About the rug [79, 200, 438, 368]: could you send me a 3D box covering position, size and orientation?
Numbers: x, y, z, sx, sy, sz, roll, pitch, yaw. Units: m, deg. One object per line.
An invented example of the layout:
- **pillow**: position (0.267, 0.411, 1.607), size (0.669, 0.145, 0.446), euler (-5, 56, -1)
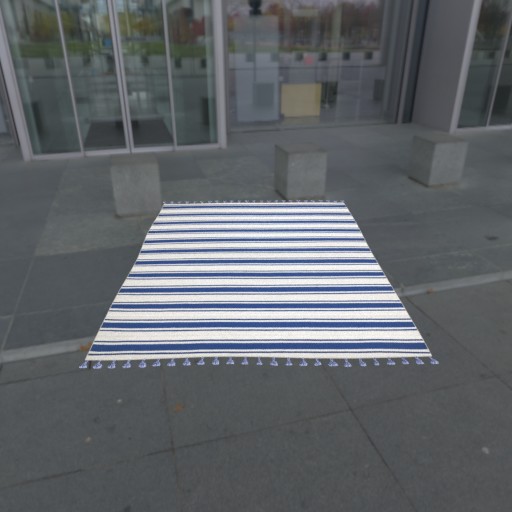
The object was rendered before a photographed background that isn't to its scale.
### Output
- **rug**: position (0.000, 0.000, 4.550), size (2.471, 0.016, 3.416), euler (0, 26, -1)
